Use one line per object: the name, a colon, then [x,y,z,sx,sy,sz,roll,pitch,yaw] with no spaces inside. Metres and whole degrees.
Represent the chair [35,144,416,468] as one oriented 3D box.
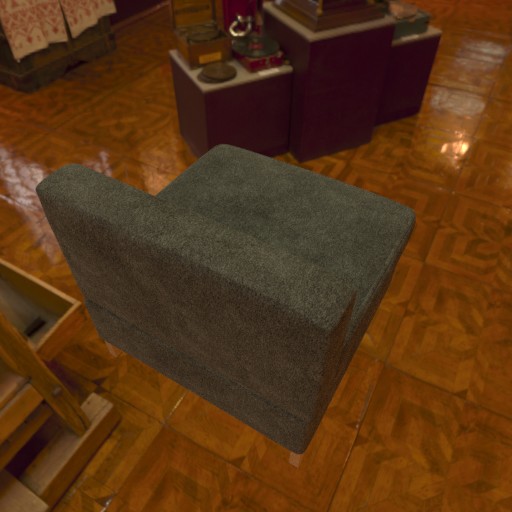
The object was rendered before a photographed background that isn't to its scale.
chair: [0.000,0.000,1.201,0.680,0.660,0.680,24,51,21]
